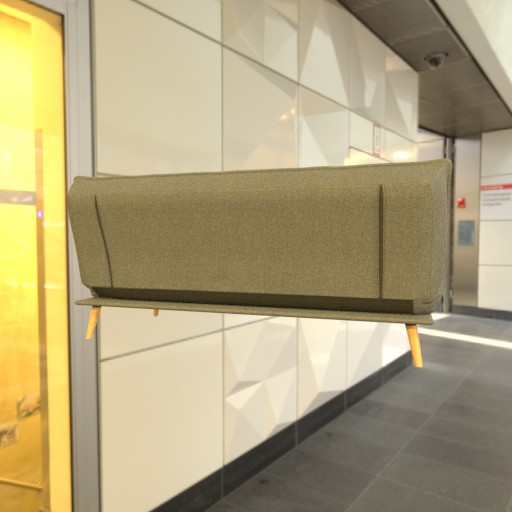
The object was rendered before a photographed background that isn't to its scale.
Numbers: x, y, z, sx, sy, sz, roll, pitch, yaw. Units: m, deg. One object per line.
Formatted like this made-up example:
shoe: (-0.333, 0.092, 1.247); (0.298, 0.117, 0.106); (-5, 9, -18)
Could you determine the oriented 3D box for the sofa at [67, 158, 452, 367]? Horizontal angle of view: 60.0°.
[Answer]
sofa: (0.000, 0.000, 2.475); (1.940, 0.890, 0.950); (1, 3, 18)
